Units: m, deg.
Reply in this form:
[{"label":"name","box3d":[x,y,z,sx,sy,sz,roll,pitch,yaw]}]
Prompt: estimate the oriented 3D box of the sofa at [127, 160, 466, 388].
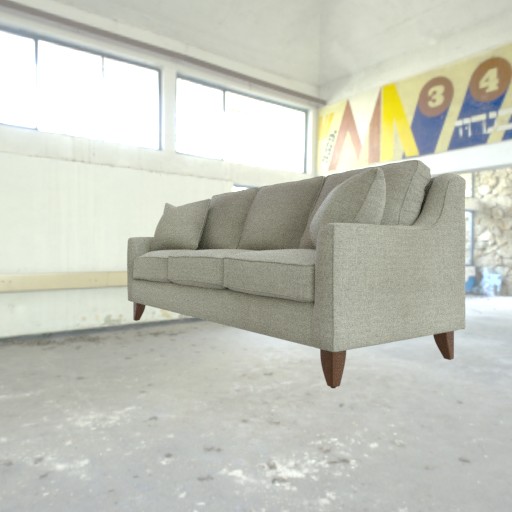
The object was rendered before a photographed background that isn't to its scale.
[{"label":"sofa","box3d":[0.000,0.000,2.534,0.865,0.914,2.031,0,1,-36]}]
